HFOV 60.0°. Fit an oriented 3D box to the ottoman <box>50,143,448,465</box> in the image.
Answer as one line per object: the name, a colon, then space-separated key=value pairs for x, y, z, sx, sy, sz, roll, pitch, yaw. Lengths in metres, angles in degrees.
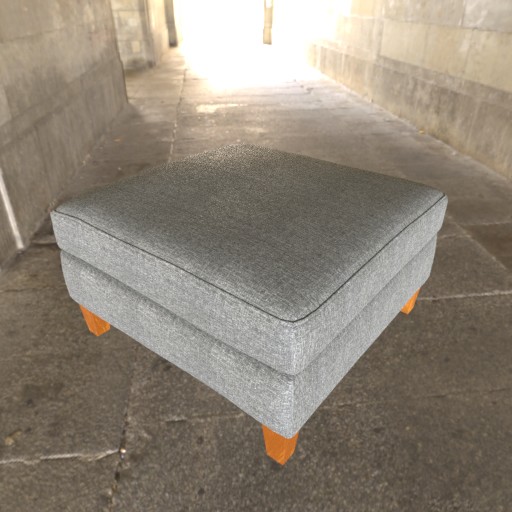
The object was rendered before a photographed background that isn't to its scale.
ottoman: x=0.000 y=0.000 z=1.351 sx=0.838 sy=0.481 sz=0.838 roll=22 pitch=37 yaw=33
